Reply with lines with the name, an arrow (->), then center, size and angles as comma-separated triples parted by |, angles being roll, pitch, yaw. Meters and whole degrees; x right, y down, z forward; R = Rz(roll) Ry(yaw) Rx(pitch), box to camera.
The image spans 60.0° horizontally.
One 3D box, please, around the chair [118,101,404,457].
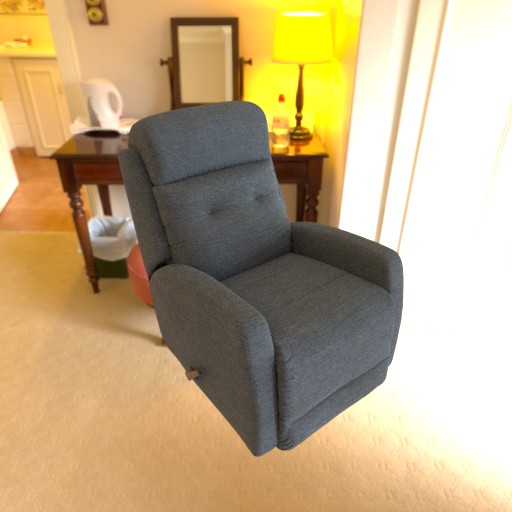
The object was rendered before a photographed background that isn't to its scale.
chair -> 0.000, 0.000, 1.764 | 0.798, 1.013, 1.043 | -21, 37, -31
